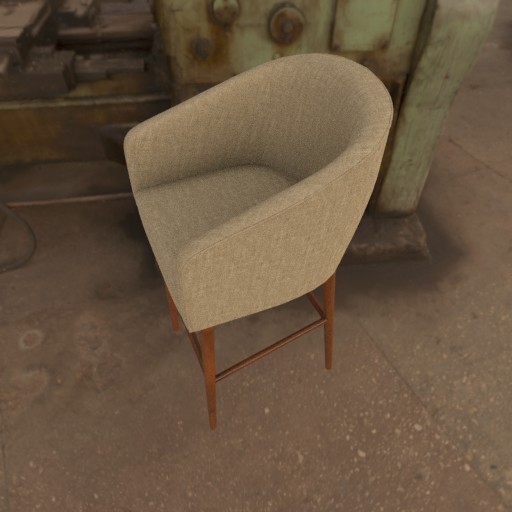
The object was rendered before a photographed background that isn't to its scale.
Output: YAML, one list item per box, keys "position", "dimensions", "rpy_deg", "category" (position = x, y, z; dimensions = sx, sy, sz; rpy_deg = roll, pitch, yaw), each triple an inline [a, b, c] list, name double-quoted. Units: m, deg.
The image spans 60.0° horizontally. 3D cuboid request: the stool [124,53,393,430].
- position: [0.000, 0.000, 1.392]
  dimensions: [0.607, 1.078, 0.559]
  rpy_deg: [-18, 48, -16]
  category: "stool"
